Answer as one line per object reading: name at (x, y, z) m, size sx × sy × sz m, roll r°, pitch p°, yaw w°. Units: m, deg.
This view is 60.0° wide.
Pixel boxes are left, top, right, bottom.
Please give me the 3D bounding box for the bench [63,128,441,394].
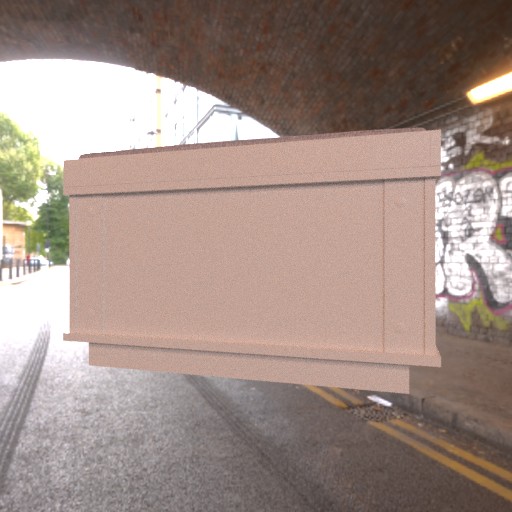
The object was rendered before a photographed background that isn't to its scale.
bench at (0.000, 0.000, 0.990) m, size 0.734 × 0.461 × 0.362 m, roll 0°, pitch 0°, yaw 18°
